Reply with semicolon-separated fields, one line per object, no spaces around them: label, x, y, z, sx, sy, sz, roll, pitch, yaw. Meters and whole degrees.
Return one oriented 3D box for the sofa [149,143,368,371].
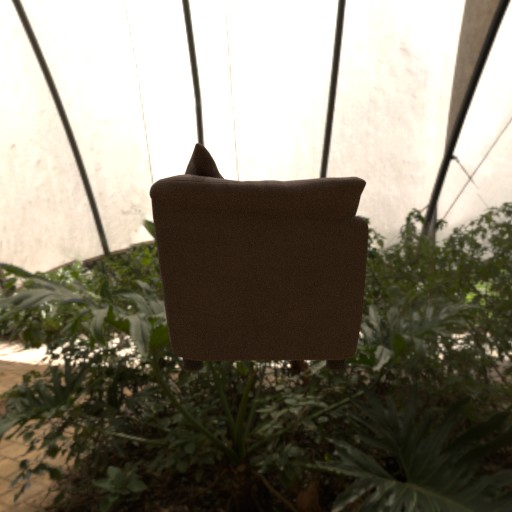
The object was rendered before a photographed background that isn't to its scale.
sofa;0.000;0.000;2.865;0.893;0.981;2.377;0;0;0
